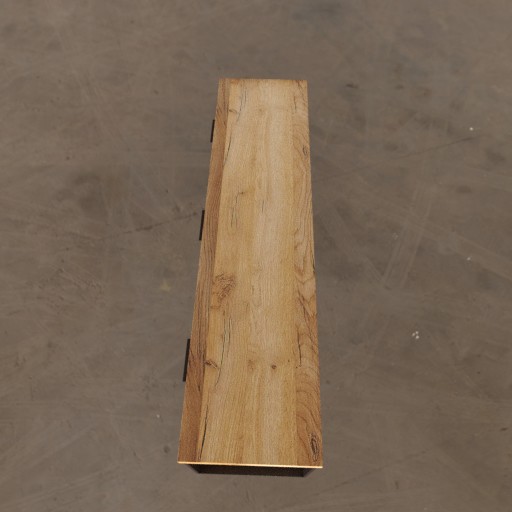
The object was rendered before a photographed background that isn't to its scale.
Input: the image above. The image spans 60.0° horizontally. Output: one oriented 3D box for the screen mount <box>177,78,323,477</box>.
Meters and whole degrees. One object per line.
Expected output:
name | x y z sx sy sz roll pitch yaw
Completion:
screen mount | 0.000 0.000 1.732 0.395 0.450 1.524 2 59 1
